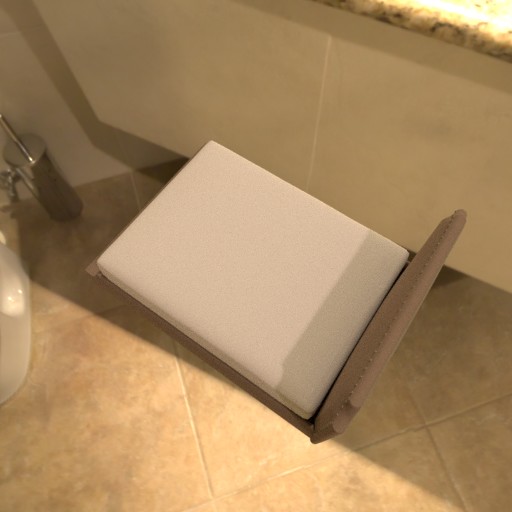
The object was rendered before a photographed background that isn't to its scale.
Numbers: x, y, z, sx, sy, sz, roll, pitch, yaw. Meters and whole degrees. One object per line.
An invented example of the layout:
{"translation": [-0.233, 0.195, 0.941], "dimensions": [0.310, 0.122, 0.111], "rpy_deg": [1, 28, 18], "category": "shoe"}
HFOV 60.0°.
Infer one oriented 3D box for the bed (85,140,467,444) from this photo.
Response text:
{"translation": [0.000, 0.000, 3.512], "dimensions": [2.372, 1.443, 1.713], "rpy_deg": [32, 68, 14], "category": "bed"}
